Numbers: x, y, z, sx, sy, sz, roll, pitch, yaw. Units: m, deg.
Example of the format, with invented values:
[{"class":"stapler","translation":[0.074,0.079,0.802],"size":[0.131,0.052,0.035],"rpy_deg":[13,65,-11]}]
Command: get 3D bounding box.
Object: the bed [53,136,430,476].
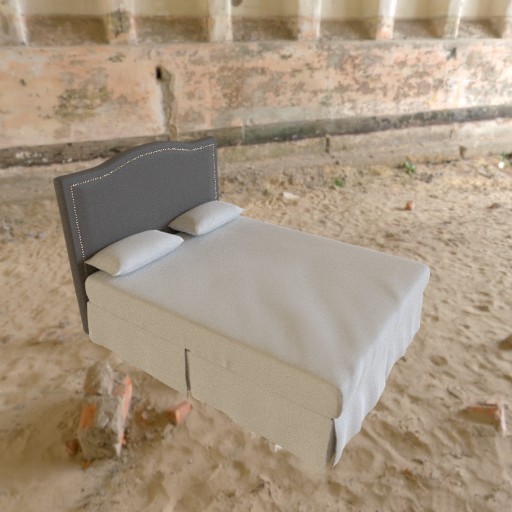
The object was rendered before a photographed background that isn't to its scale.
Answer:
[{"class":"bed","translation":[0.000,0.000,3.408],"size":[2.282,1.436,1.821],"rpy_deg":[17,32,30]}]
